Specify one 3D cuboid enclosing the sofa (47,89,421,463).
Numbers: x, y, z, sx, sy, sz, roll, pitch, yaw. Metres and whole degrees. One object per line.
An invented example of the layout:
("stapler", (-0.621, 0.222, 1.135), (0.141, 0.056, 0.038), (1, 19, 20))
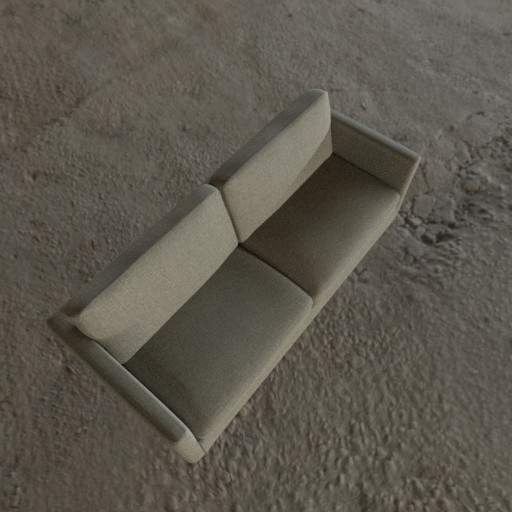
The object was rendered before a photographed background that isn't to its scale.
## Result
("sofa", (0.000, 0.000, 2.707), (0.956, 0.960, 2.208), (35, 65, 19))
